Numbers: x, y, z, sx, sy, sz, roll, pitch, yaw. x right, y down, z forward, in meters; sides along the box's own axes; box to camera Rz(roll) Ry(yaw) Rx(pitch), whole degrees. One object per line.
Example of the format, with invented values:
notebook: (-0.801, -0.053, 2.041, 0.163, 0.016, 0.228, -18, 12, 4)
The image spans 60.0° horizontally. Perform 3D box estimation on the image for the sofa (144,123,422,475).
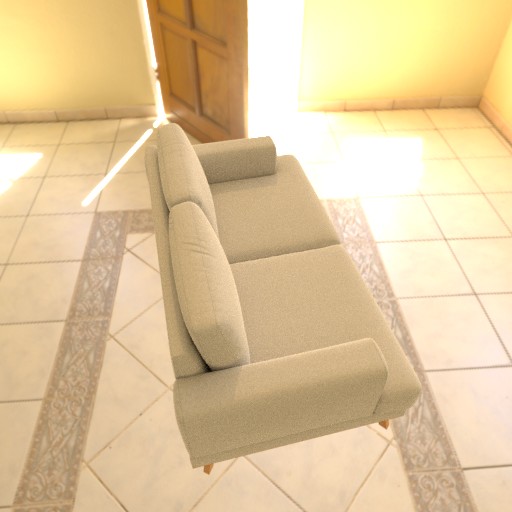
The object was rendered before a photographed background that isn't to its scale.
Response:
sofa: (0.000, 0.000, 2.116, 0.915, 0.810, 1.651, -10, 46, -10)
